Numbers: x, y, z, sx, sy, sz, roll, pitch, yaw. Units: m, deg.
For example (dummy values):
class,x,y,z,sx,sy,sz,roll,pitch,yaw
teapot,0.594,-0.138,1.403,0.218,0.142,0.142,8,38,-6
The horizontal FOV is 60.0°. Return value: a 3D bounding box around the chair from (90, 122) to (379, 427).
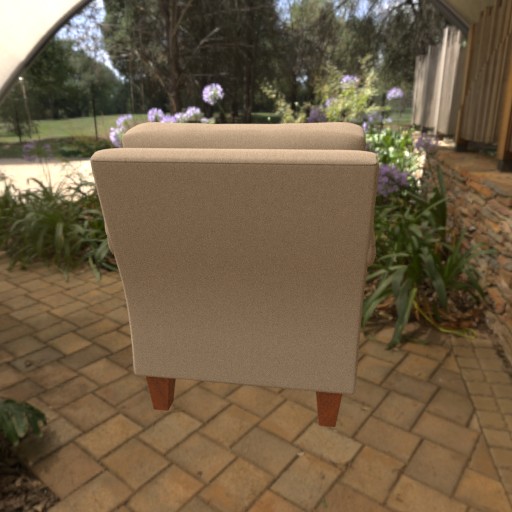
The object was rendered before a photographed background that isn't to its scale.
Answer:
class,x,y,z,sx,sy,sz,roll,pitch,yaw
chair,0.000,0.000,1.862,0.895,1.076,1.078,3,17,8
